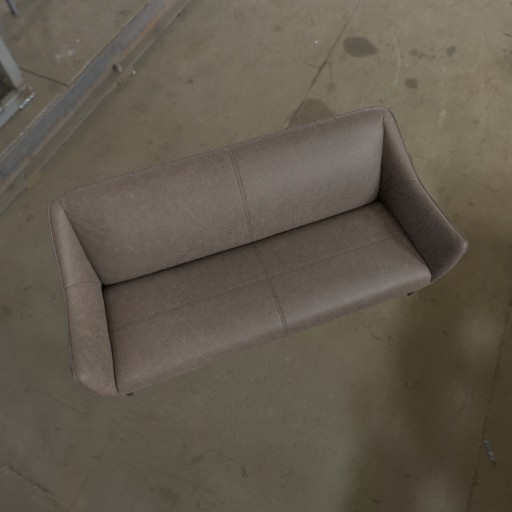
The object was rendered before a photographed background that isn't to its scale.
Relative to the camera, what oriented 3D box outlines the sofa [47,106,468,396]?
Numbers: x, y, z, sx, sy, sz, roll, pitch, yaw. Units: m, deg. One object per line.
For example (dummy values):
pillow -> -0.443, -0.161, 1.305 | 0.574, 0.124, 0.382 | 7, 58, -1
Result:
sofa -> 0.000, 0.000, 2.353 | 1.928, 0.831, 0.869 | -18, 63, -9
